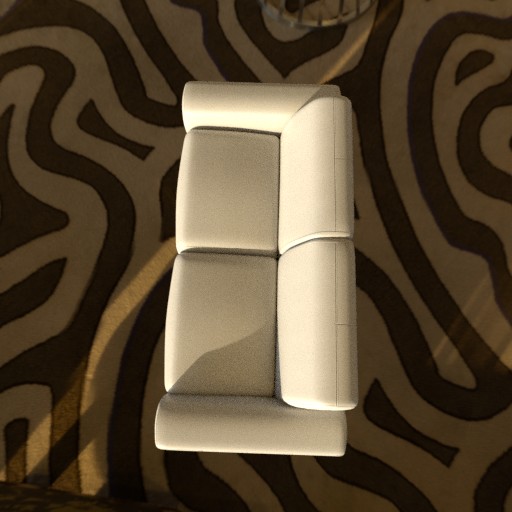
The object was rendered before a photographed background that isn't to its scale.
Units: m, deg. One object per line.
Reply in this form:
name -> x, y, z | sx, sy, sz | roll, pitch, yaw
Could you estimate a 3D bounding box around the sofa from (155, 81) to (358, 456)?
sofa -> 0.000, 0.000, 2.351 | 0.900, 0.772, 1.901 | 2, 76, 0
